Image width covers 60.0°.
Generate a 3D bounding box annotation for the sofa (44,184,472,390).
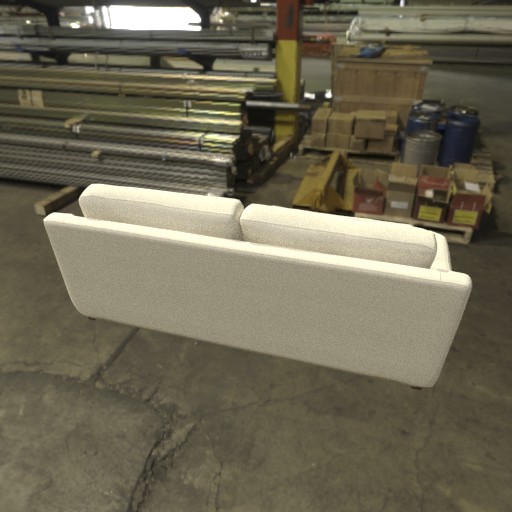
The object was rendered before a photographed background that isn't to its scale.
[{"bbox_3d":[0.000,0.000,3.000,2.470,1.022,1.009,9,33,14],"label":"sofa"}]
